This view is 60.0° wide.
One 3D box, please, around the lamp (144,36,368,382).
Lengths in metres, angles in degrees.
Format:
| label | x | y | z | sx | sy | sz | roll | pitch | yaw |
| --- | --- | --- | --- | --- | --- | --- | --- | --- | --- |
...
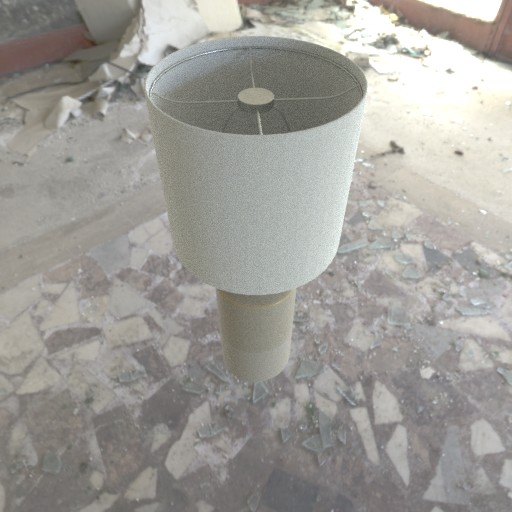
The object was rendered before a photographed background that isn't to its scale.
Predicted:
| label | x | y | z | sx | sy | sz | roll | pitch | yaw |
| --- | --- | --- | --- | --- | --- | --- | --- | --- | --- |
| lamp | 0.000 | 0.000 | 0.601 | 0.212 | 0.493 | 0.212 | -3 | 46 | -3 |
